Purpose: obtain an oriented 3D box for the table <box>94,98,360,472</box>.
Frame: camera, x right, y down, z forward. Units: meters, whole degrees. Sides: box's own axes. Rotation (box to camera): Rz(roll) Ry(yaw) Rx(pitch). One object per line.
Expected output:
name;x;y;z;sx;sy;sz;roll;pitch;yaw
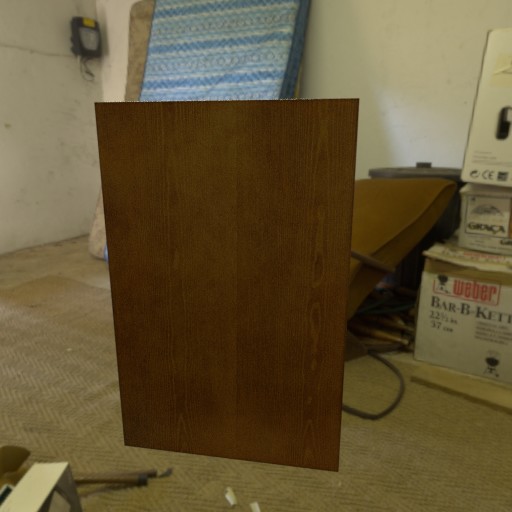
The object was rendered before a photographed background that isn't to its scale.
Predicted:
table;0.000;0.000;0.975;0.400;0.605;0.550;3;15;10
